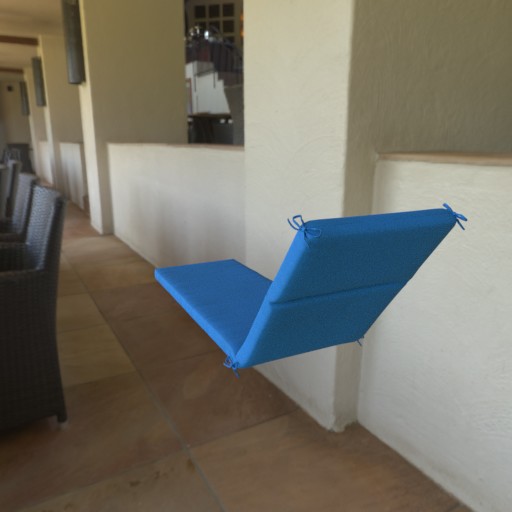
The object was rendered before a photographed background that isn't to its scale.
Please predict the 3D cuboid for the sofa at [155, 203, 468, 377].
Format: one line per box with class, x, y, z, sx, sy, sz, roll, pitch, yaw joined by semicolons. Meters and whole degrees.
sofa;0.000;0.000;1.939;0.582;0.622;1.663;-7;16;-26
